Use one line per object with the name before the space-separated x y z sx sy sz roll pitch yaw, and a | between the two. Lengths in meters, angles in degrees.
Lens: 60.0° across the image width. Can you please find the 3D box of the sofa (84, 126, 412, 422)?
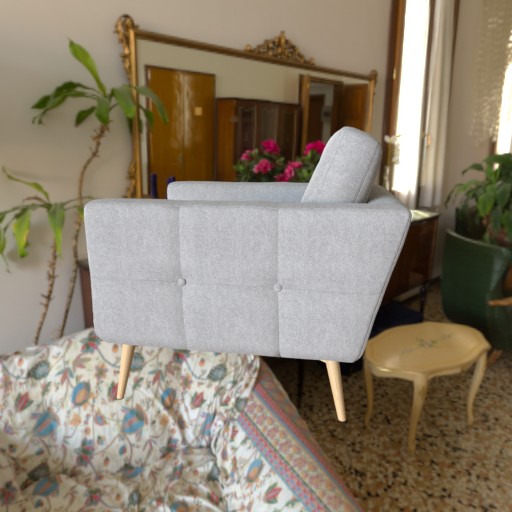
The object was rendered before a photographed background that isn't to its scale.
sofa | 0.000 0.000 1.568 0.920 0.860 0.770 2 14 9
